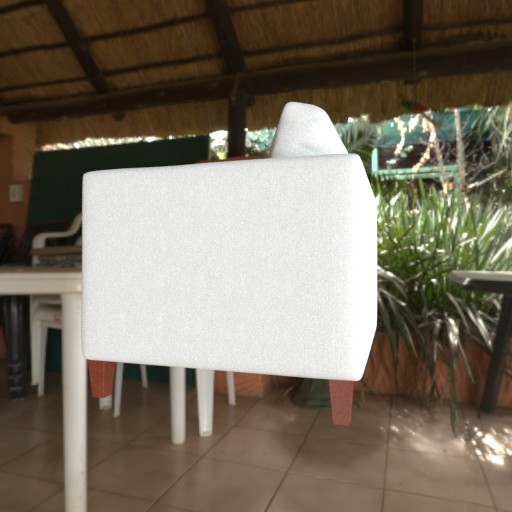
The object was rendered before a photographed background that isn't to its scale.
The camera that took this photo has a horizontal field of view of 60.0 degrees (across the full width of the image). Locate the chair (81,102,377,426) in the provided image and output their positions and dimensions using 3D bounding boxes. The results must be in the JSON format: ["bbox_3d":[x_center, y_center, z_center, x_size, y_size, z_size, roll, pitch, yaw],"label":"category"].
[{"bbox_3d":[0.000,0.000,1.861,0.953,0.961,1.107,0,0,18],"label":"chair"}]
